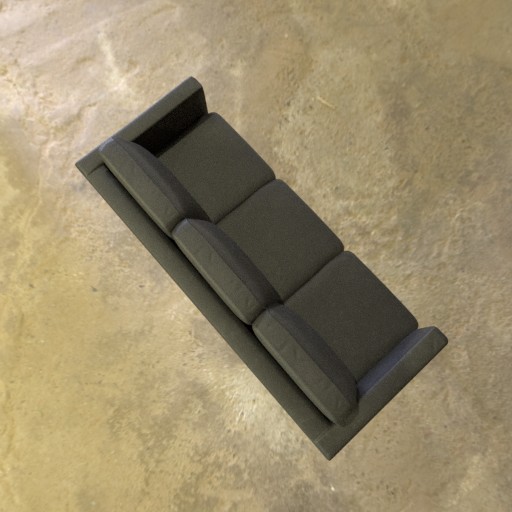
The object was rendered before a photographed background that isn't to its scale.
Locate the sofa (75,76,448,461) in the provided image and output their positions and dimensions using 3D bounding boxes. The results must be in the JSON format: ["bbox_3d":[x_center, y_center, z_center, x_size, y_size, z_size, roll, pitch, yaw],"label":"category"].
[{"bbox_3d":[0.000,0.000,2.543,0.879,0.899,2.029,-41,80,-9],"label":"sofa"}]
